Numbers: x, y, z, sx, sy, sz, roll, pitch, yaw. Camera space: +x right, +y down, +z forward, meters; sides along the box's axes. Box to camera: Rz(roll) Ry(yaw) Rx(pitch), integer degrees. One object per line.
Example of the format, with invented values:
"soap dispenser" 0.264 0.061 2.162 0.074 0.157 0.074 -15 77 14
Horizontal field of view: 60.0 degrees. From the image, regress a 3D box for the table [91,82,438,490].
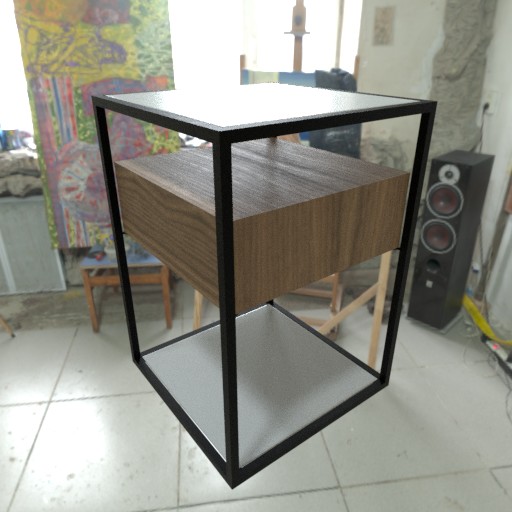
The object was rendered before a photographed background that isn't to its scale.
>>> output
"table" 0.000 0.000 0.798 0.378 0.540 0.378 -19 32 -33
